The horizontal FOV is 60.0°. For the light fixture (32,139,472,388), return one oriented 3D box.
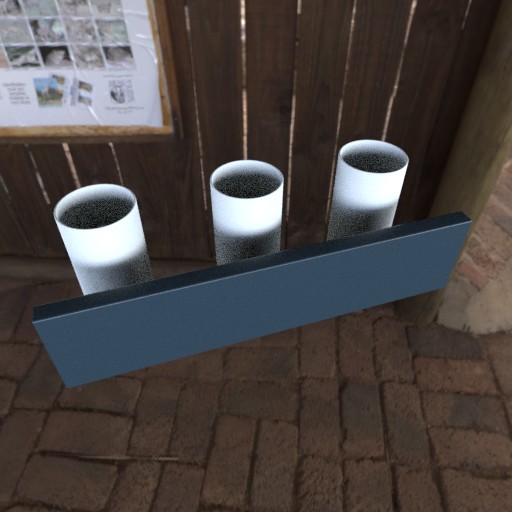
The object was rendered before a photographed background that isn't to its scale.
[{"bbox_3d":[0.000,0.000,0.514,0.451,0.172,0.145,-13,44,-14],"label":"light fixture"}]
